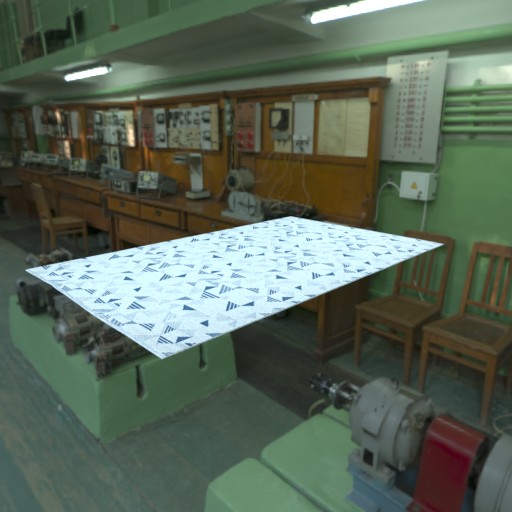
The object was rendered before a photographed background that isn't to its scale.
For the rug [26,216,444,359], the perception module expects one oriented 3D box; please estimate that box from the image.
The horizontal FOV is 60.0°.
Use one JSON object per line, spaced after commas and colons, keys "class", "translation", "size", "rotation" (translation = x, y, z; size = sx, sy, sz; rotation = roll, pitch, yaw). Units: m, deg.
{"class": "rug", "translation": [0.000, 0.000, 3.001], "size": [2.457, 0.009, 1.512], "rotation": [-15, 22, -42]}
